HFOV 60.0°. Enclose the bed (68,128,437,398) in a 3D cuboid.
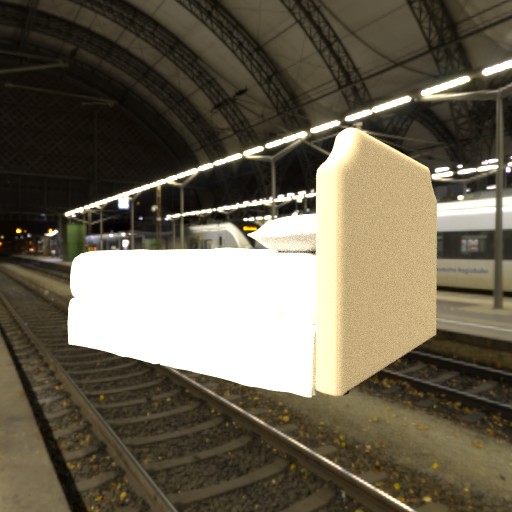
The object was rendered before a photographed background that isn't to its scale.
[{"bbox_3d":[0.000,0.000,3.885,2.548,1.524,2.134,1,1,36],"label":"bed"}]
